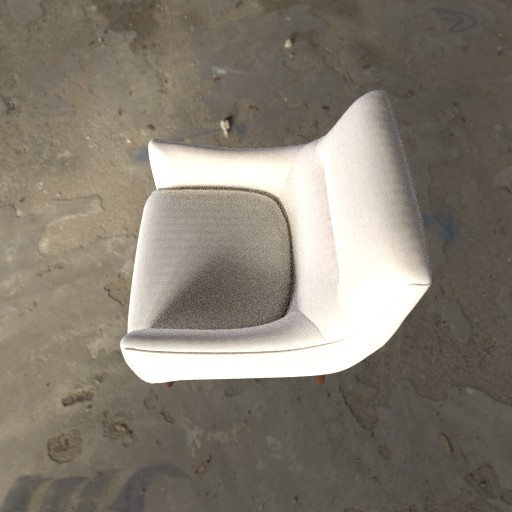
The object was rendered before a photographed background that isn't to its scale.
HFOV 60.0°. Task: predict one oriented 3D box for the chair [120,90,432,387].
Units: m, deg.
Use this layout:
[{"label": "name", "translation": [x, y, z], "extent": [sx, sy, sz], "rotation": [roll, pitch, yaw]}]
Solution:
[{"label": "chair", "translation": [0.000, 0.000, 1.433], "extent": [0.787, 0.838, 0.762], "rotation": [-1, 59, 0]}]
